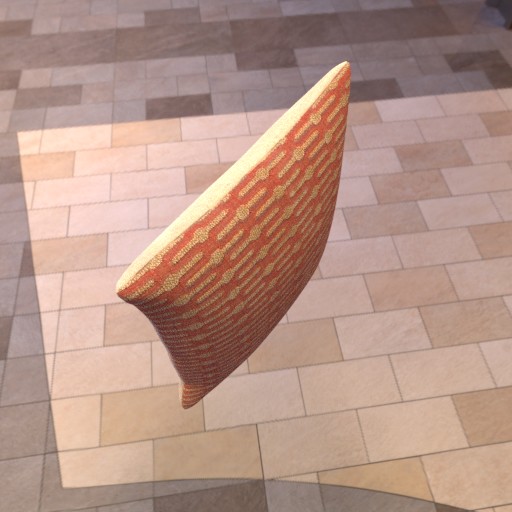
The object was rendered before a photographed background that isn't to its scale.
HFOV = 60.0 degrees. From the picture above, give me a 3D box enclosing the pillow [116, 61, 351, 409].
[{"bbox_3d":[0.000,0.000,0.797,0.182,0.503,0.511,32,63,18],"label":"pillow"}]
